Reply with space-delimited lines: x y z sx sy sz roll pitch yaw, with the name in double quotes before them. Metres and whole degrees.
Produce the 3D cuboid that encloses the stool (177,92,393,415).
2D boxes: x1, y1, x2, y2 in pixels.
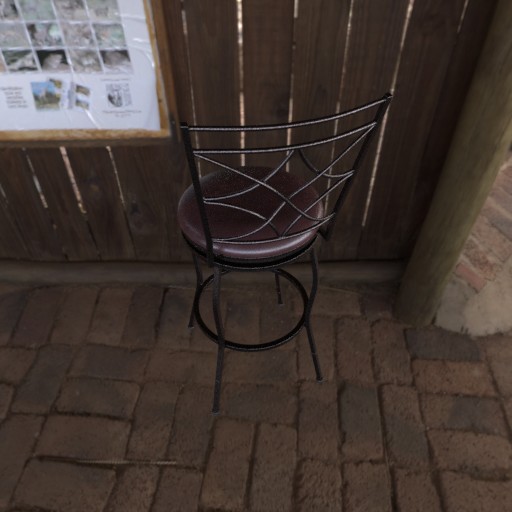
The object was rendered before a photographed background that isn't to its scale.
"stool" 0.000 0.000 1.366 0.434 1.117 0.534 -13 43 -14
